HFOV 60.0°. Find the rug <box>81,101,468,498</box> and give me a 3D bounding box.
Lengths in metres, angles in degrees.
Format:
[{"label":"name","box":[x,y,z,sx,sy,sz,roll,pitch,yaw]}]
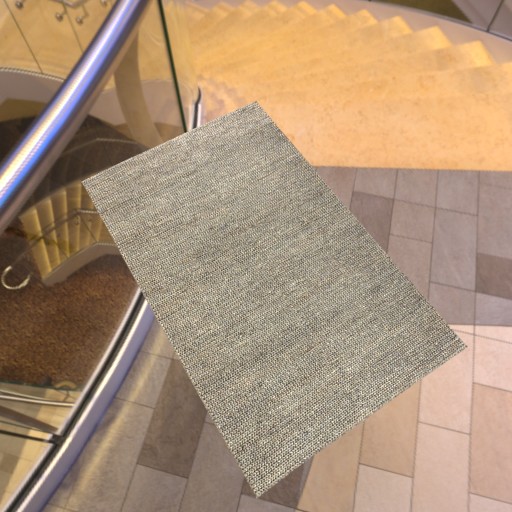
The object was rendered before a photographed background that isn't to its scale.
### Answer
[{"label":"rug","box":[0.000,0.000,3.001,1.538,0.021,2.443,-29,67,-14]}]
